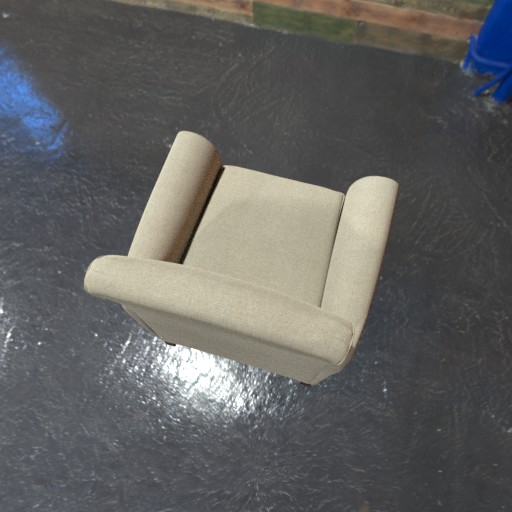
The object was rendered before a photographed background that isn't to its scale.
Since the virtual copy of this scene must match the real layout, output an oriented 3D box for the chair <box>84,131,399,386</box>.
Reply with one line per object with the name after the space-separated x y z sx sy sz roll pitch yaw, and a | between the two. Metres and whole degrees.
0.000 0.000 1.767 0.978 1.061 0.905 15 65 7 | chair
